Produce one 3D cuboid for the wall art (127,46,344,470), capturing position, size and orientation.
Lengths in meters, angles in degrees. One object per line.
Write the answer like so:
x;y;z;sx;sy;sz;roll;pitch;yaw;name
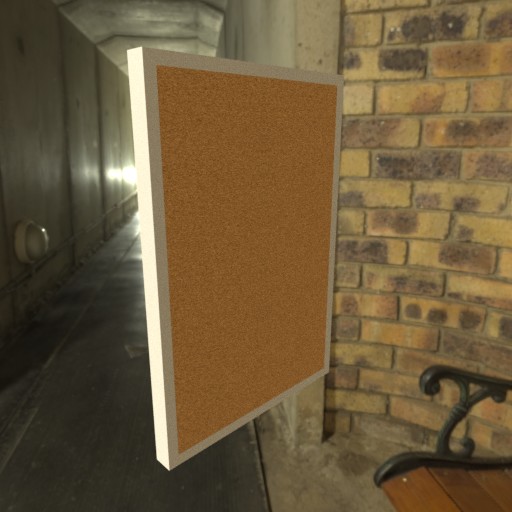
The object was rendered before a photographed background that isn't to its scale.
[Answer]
0.000;0.000;0.824;0.450;0.657;0.038;-15;22;-43;wall art
